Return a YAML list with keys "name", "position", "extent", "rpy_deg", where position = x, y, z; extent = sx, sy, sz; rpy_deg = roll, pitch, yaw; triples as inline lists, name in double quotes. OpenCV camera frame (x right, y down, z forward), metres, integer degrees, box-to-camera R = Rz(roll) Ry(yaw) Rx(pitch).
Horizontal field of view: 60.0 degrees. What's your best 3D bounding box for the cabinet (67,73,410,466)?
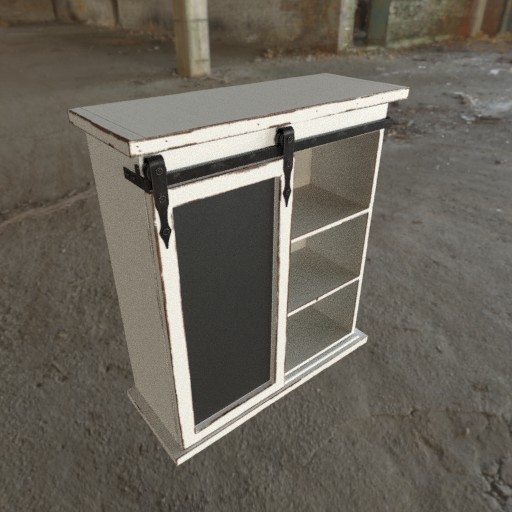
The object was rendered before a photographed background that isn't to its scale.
- name: "cabinet"
  position: [0.000, 0.000, 0.876]
  extent: [0.541, 0.603, 0.210]
  rpy_deg: [-22, 37, -32]
